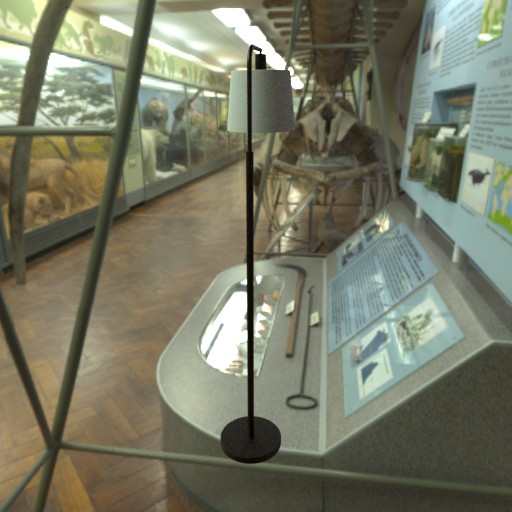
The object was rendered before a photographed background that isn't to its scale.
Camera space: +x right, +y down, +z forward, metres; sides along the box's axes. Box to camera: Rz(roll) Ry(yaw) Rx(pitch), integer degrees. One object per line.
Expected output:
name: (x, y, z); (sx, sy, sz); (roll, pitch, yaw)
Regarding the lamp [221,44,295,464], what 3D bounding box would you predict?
lamp: (0.000, 0.000, 1.686); (0.254, 1.478, 0.508); (3, 17, 9)
